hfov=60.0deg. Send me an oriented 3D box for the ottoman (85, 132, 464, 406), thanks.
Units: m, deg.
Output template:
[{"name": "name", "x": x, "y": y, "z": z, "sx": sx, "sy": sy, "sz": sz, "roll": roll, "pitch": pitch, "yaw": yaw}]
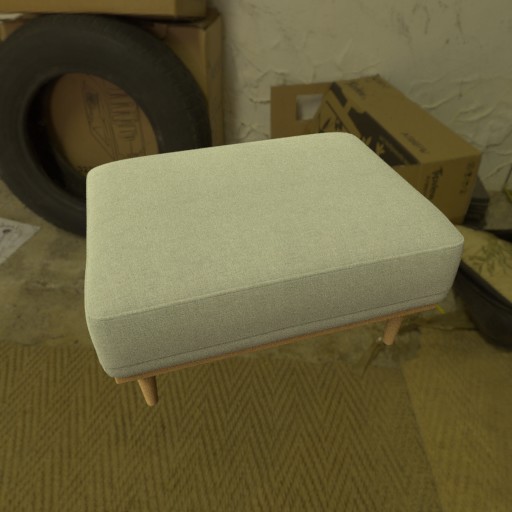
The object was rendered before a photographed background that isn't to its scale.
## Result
[{"name": "ottoman", "x": 0.000, "y": 0.000, "z": 1.091, "sx": 0.749, "sy": 0.428, "sz": 0.549, "roll": -11, "pitch": 41, "yaw": -13}]
